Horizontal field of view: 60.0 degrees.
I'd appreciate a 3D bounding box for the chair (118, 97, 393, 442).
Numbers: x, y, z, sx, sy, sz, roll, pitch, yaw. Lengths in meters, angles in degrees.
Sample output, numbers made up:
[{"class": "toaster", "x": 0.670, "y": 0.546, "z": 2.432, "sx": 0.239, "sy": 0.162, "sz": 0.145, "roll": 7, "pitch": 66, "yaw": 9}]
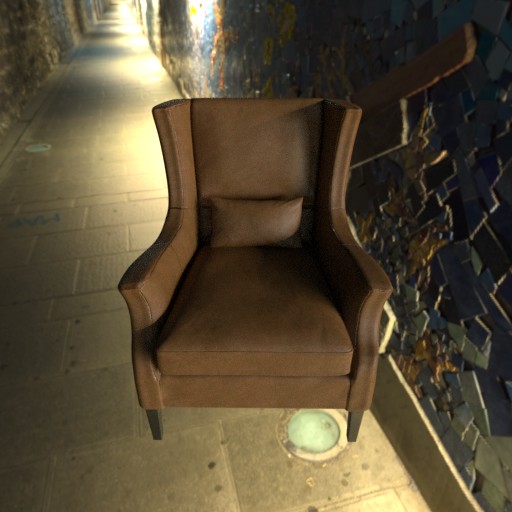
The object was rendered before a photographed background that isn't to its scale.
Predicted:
[{"class": "chair", "x": 0.000, "y": 0.000, "z": 1.676, "sx": 0.852, "sy": 1.016, "sz": 0.925, "roll": 0, "pitch": 31, "yaw": 1}]
